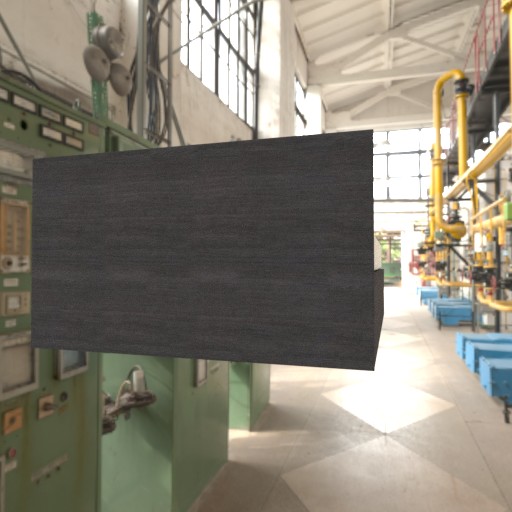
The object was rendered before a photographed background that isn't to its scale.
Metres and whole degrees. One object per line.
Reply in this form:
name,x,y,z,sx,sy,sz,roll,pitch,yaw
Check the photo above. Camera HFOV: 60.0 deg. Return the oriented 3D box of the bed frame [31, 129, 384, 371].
bed frame,0.000,0.000,2.576,1.400,0.800,1.900,0,-1,17
